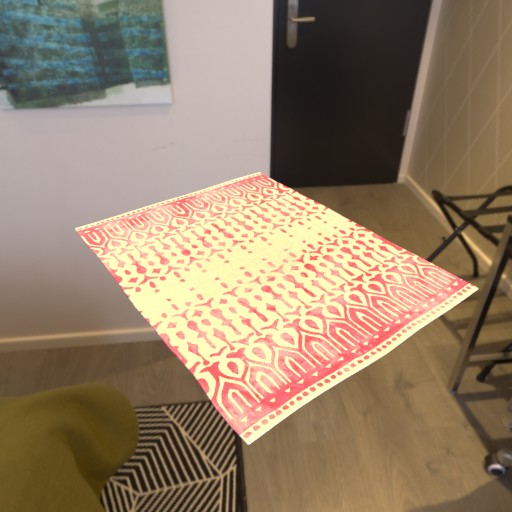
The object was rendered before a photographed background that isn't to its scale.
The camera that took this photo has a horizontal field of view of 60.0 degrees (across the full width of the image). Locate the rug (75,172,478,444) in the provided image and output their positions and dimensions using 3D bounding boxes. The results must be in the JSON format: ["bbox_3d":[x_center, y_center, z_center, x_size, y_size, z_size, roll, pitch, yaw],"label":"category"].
[{"bbox_3d":[0.000,0.000,4.181,2.441,0.016,3.095,-23,40,-30],"label":"rug"}]
